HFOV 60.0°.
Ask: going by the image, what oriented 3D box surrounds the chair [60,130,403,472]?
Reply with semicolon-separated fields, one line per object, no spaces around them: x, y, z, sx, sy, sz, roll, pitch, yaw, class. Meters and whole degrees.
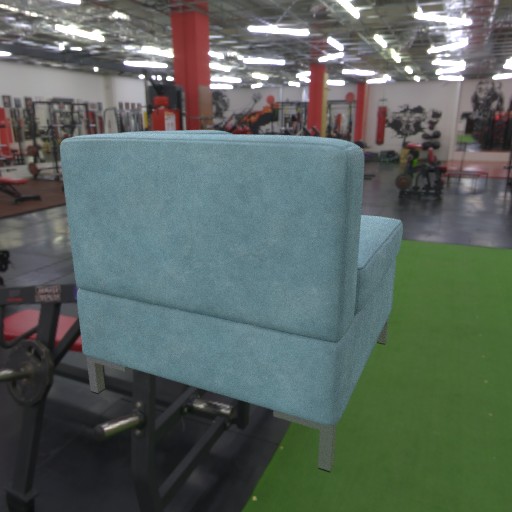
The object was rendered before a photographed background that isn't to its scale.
0.000;0.000;1.219;0.691;0.660;0.684;8;18;25;chair
